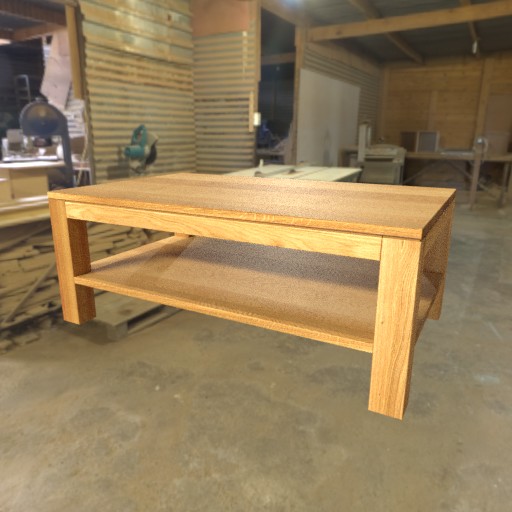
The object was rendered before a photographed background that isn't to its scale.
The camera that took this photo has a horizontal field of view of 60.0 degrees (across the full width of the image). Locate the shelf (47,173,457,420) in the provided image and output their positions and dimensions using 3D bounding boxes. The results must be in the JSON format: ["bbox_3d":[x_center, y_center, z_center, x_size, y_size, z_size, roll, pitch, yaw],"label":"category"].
[{"bbox_3d":[0.000,0.000,1.518,1.150,0.450,0.700,9,18,27],"label":"shelf"}]
